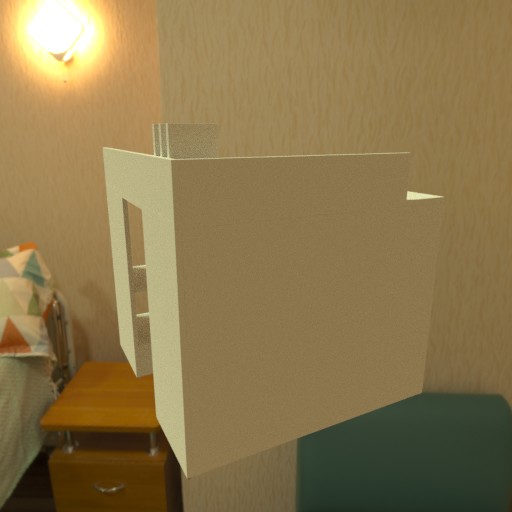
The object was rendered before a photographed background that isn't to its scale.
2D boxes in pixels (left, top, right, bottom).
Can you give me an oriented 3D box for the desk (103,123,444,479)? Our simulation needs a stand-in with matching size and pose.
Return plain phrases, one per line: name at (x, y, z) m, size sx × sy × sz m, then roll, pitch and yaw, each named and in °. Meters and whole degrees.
desk at (0.000, 0.000, 1.753) m, size 0.940 × 0.986 × 0.940 m, roll -8°, pitch 18°, yaw -27°
